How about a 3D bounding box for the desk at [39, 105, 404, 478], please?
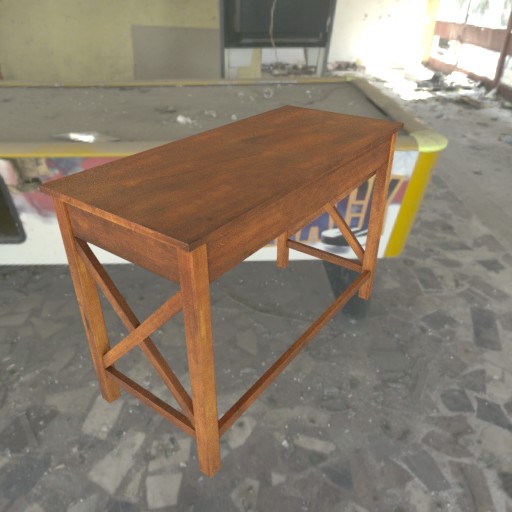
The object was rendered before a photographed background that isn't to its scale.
[{"bbox_3d":[0.000,0.000,1.538,0.508,0.762,1.117,21,36,31],"label":"desk"}]
